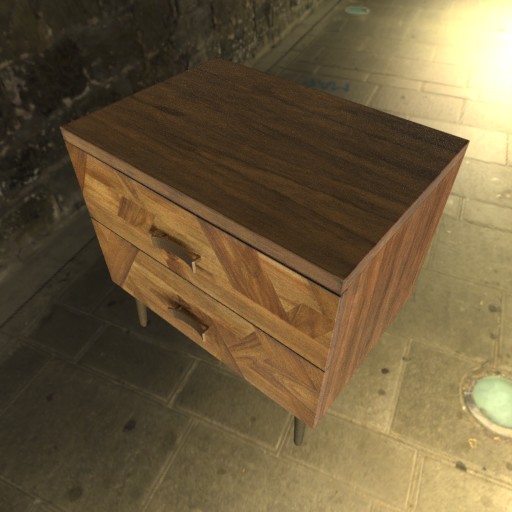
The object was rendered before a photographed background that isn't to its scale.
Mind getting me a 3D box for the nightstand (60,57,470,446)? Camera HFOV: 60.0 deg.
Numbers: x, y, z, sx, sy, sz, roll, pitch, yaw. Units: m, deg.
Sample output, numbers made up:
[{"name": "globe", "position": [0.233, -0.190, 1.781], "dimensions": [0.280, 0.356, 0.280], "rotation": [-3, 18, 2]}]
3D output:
[{"name": "nightstand", "position": [0.000, 0.000, 1.014], "dimensions": [0.610, 0.610, 0.458], "rotation": [30, 52, 26]}]
